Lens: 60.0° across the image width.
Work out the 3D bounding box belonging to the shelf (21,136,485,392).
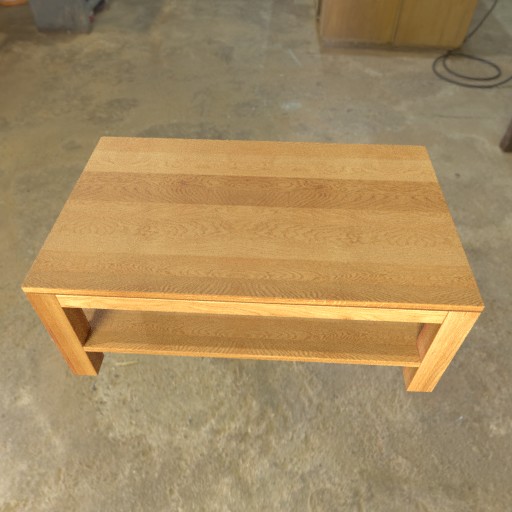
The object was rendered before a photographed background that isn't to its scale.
[{"bbox_3d":[0.000,0.000,1.498,1.150,0.450,0.700,2,47,2],"label":"shelf"}]
